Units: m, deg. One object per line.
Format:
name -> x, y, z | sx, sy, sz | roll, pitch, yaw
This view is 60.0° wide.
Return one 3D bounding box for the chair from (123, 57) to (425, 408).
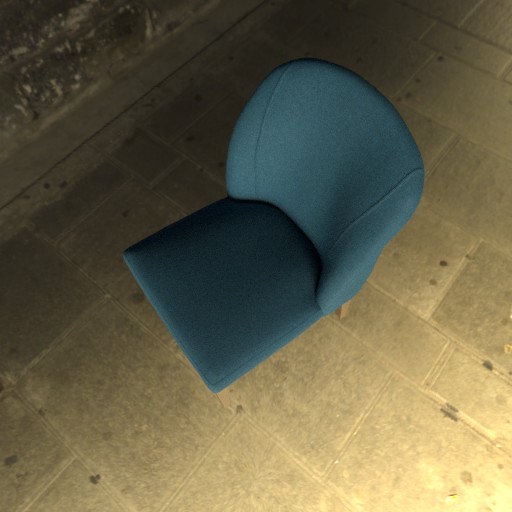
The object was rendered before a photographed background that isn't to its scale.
chair -> 0.000, 0.000, 1.246 | 0.620, 0.879, 0.507 | -33, 68, -15
